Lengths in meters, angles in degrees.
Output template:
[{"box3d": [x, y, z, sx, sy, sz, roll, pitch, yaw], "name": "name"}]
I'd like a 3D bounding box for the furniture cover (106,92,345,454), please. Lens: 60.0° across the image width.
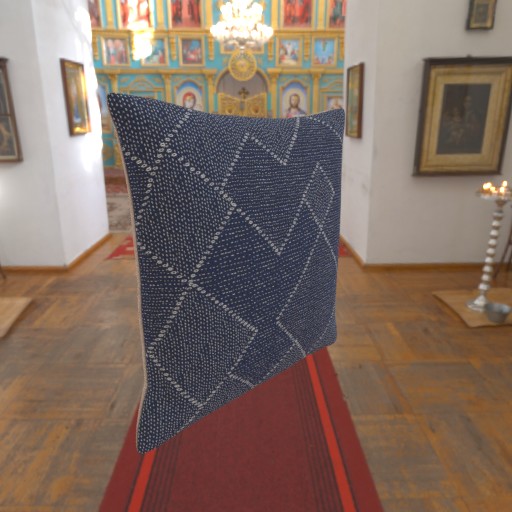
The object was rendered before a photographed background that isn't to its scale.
[{"box3d": [0.000, 0.000, 0.763, 0.162, 0.503, 0.511, 15, 22, 42], "name": "furniture cover"}]
